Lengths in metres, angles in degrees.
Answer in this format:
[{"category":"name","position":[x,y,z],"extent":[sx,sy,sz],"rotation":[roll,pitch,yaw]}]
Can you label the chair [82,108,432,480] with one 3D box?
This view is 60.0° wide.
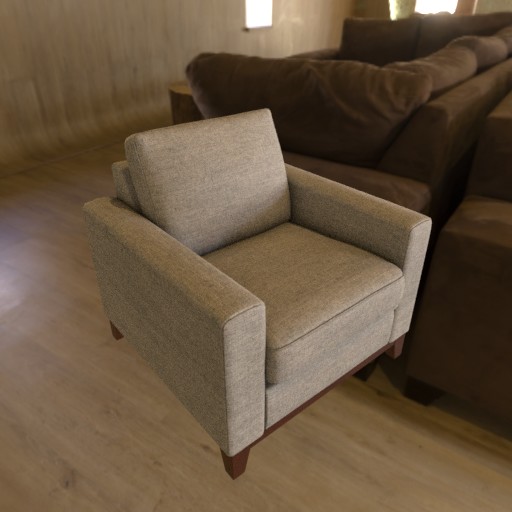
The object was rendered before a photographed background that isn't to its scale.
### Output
[{"category":"chair","position":[0.000,0.000,1.860],"extent":[1.024,1.010,1.038],"rotation":[-23,37,-33]}]
